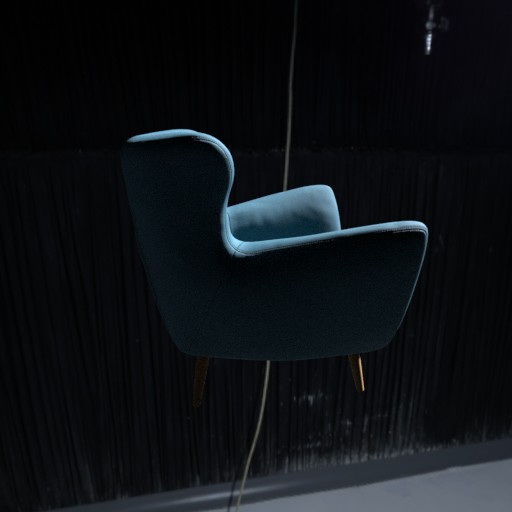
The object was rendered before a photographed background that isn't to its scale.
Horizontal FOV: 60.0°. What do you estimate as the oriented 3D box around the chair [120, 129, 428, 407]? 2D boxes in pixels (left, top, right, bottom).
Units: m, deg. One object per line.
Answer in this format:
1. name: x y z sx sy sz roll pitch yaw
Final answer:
1. chair: 0.000 0.000 1.629 0.889 0.889 0.890 -3 17 -10
